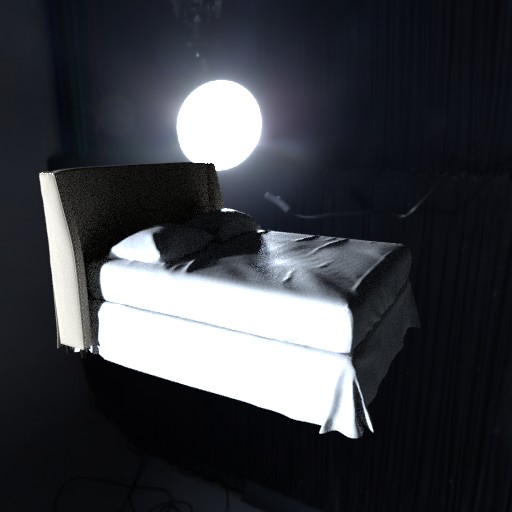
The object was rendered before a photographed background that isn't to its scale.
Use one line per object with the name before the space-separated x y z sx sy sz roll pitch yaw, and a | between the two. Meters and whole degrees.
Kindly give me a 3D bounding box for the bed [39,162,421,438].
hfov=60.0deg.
bed | 0.000 0.000 3.376 2.276 1.332 1.925 8 16 28
